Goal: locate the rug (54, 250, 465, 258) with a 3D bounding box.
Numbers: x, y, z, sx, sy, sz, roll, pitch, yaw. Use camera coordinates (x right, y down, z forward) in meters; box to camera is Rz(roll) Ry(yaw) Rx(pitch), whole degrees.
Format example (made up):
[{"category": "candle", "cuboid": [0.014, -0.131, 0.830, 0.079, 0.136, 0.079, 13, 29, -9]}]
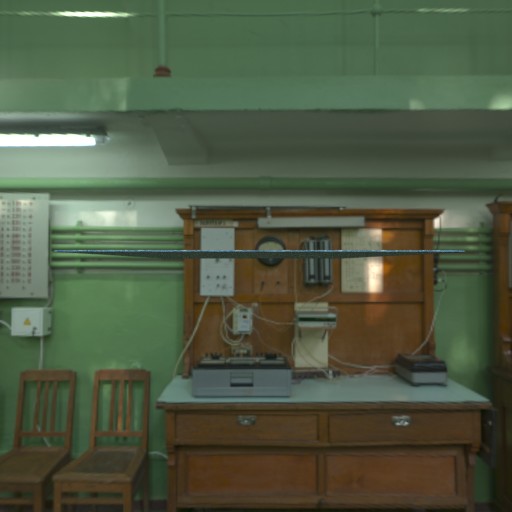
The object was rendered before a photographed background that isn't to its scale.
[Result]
[{"category": "rug", "cuboid": [0.000, 0.000, 4.162, 2.337, 0.013, 3.291, 0, -1, -1]}]
